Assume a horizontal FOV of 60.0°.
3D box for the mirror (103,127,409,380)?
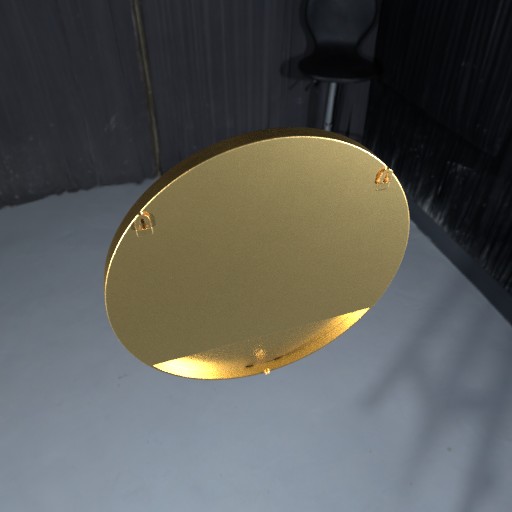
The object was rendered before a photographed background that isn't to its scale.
[{"bbox_3d":[0.000,0.000,0.693,0.457,0.457,0.133,-12,43,-14],"label":"mirror"}]
